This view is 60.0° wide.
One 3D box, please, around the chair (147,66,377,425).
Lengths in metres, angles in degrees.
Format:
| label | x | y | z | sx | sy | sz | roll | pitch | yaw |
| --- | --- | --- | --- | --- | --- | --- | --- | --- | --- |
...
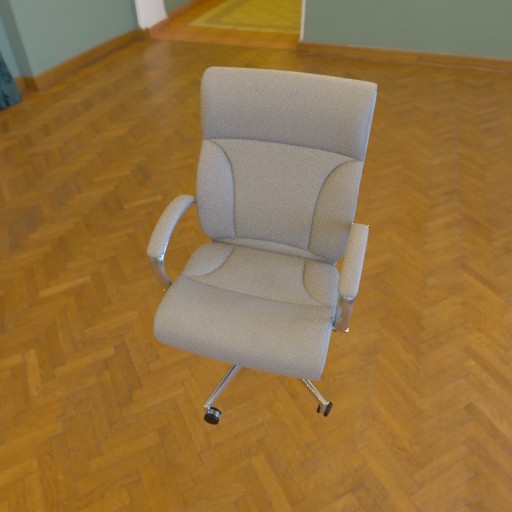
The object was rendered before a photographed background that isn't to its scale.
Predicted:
| label | x | y | z | sx | sy | sz | roll | pitch | yaw |
| --- | --- | --- | --- | --- | --- | --- | --- | --- | --- |
| chair | 0.000 | 0.000 | 1.571 | 0.727 | 1.099 | 0.745 | 11 | 42 | 12 |
